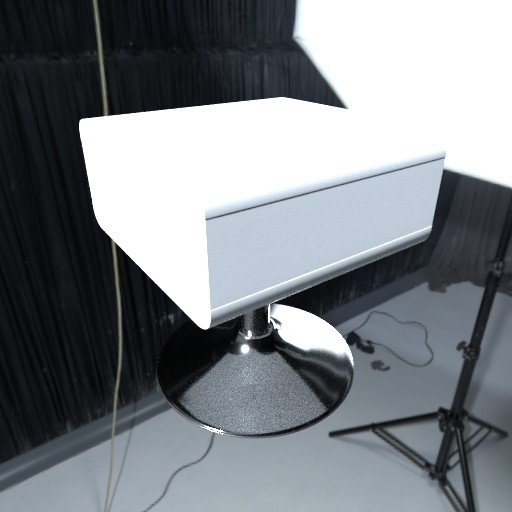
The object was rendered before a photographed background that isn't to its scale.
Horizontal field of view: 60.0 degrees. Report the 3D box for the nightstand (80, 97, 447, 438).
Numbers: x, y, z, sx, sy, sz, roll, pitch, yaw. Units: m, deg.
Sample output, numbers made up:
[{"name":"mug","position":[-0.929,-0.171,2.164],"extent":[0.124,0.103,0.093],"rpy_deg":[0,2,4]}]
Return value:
[{"name":"nightstand","position":[0.000,0.000,0.757],"extent":[0.404,0.447,0.399],"rpy_deg":[-18,33,-31]}]
